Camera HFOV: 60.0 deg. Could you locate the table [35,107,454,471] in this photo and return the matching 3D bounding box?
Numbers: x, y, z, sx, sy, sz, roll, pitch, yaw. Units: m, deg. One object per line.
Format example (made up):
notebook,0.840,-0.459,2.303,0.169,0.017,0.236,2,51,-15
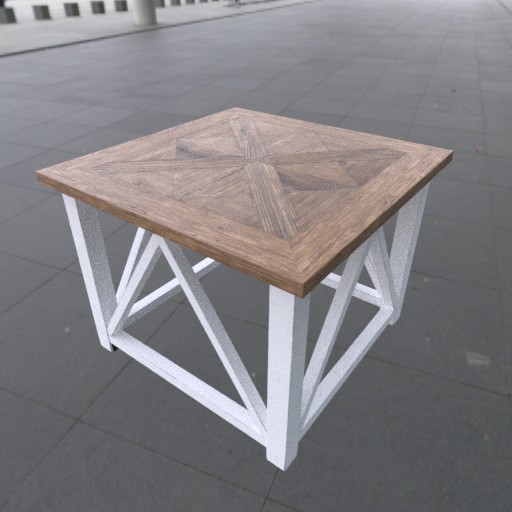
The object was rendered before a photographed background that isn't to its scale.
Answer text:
table,0.000,0.000,1.182,0.700,0.532,0.700,22,39,31
